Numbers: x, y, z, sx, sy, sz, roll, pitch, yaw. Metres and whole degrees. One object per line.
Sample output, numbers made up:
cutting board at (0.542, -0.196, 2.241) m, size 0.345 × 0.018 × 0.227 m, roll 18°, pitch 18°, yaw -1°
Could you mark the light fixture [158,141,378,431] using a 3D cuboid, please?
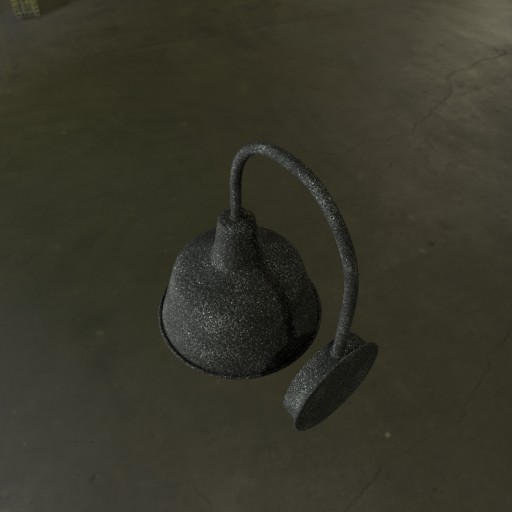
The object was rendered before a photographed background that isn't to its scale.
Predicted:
light fixture at (0.000, 0.000, 0.485) m, size 0.216 × 0.300 × 0.283 m, roll -30°, pitch 53°, yaw -26°
